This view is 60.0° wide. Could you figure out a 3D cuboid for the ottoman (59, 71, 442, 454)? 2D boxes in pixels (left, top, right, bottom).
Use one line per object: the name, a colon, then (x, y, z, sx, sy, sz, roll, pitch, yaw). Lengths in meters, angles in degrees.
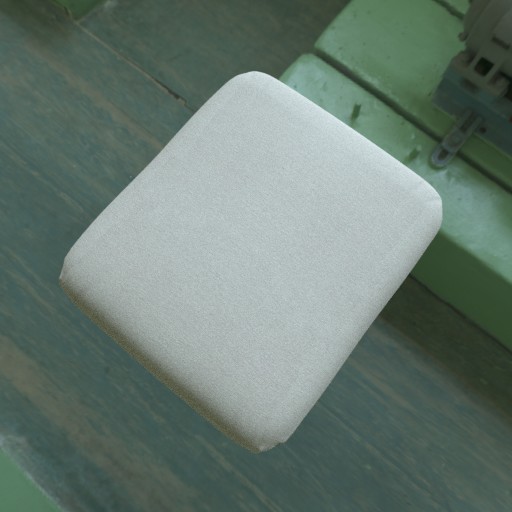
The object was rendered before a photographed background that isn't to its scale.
ottoman: (0.000, 0.000, 1.153, 0.639, 0.450, 0.746, 38, 78, 9)
